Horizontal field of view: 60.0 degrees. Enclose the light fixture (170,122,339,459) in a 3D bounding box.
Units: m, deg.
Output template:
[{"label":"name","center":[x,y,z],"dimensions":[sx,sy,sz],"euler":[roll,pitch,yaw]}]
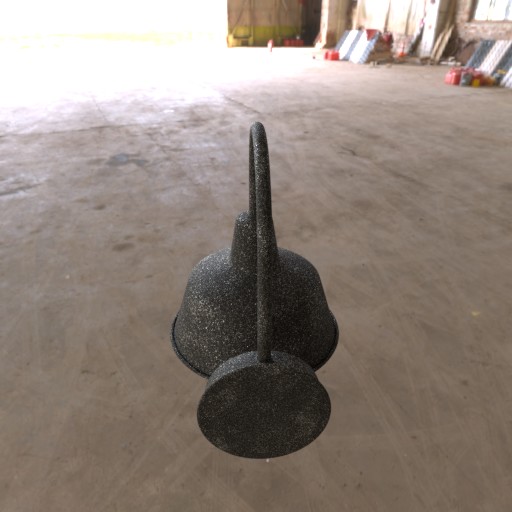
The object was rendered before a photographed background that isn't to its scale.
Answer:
[{"label":"light fixture","center":[0.000,0.000,0.485],"dimensions":[0.216,0.300,0.283],"euler":[-2,29,-3]}]
